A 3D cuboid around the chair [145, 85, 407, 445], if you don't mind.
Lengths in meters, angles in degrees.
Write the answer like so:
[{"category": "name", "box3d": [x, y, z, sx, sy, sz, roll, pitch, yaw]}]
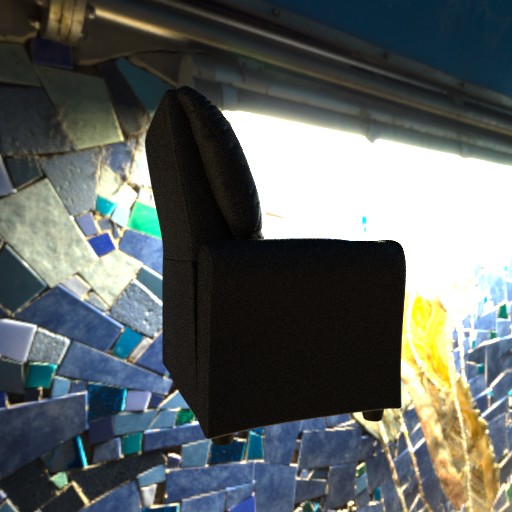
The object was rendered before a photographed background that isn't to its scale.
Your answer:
[{"category": "chair", "box3d": [0.000, 0.000, 1.128, 0.521, 0.709, 0.610, 0, 1, -20]}]
